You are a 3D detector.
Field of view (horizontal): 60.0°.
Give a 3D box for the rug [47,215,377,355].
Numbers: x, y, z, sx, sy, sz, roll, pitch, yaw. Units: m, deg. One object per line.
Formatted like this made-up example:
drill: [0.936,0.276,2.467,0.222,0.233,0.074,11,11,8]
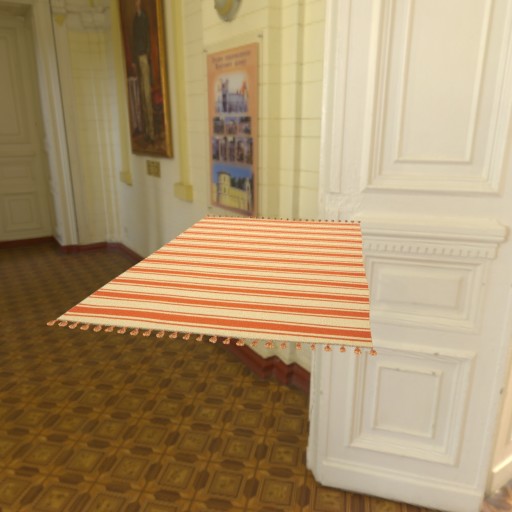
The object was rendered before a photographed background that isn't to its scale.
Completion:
rug: [0.000,0.000,2.554,1.232,0.017,2.092,3,17,11]
